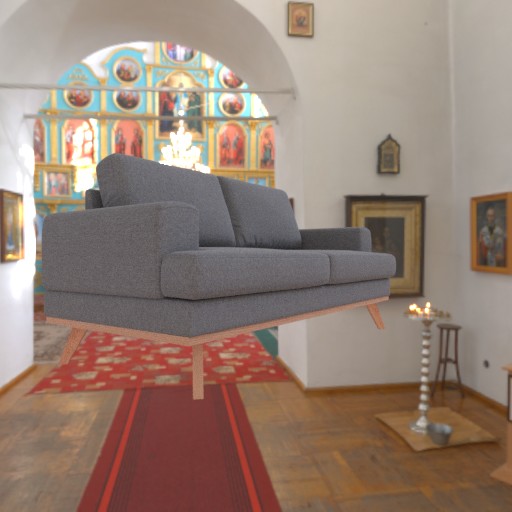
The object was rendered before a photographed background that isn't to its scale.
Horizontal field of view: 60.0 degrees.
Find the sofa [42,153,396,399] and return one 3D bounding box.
[{"bbox_3d":[0.000,0.000,2.059,0.785,0.810,1.650,0,0,36],"label":"sofa"}]
